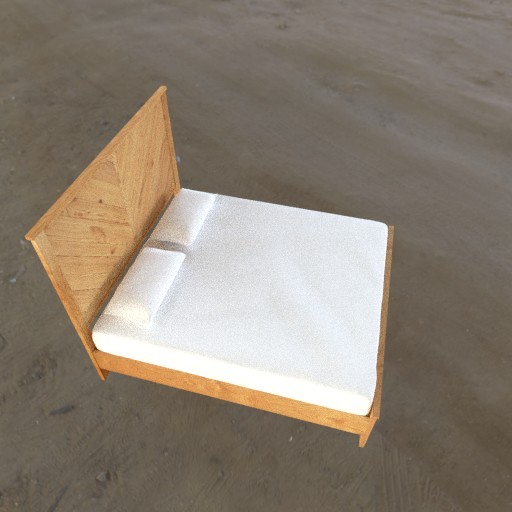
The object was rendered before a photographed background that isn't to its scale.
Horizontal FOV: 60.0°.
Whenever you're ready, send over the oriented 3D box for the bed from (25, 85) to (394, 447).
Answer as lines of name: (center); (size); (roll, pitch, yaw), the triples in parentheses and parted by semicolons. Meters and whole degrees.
bed: (0.000, 0.000, 4.109); (2.530, 1.938, 2.225); (11, 47, 10)
